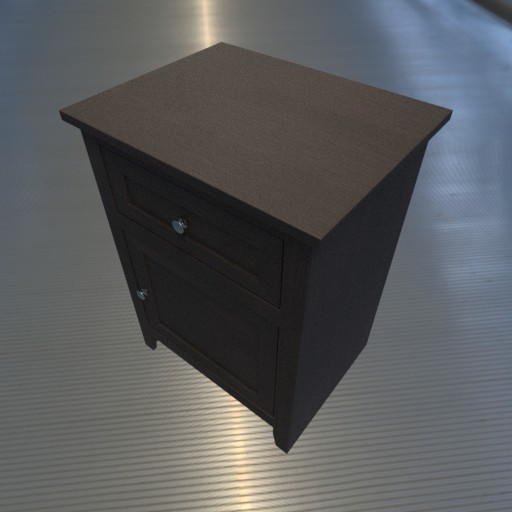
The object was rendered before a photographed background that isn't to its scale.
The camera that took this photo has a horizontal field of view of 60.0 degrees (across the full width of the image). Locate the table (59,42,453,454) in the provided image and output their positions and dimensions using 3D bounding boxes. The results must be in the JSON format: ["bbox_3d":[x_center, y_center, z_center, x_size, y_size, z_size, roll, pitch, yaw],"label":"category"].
[{"bbox_3d":[0.000,0.000,0.910,0.480,0.635,0.381,29,51,26],"label":"table"}]
